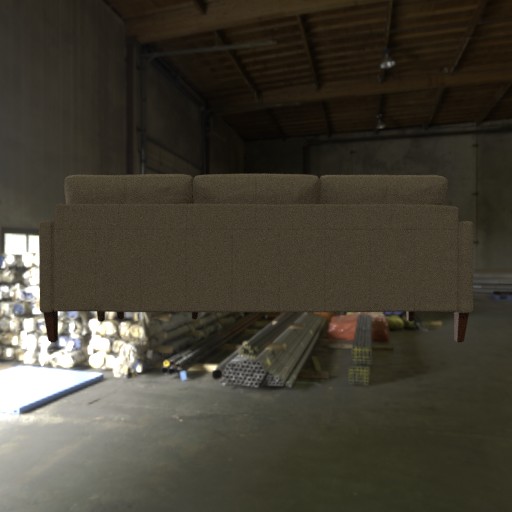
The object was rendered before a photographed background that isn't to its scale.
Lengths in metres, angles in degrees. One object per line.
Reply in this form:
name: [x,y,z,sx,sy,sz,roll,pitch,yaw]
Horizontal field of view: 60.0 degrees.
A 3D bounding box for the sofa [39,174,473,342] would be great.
sofa: [0.000,0.000,2.945,2.178,0.875,1.506,0,0,0]
